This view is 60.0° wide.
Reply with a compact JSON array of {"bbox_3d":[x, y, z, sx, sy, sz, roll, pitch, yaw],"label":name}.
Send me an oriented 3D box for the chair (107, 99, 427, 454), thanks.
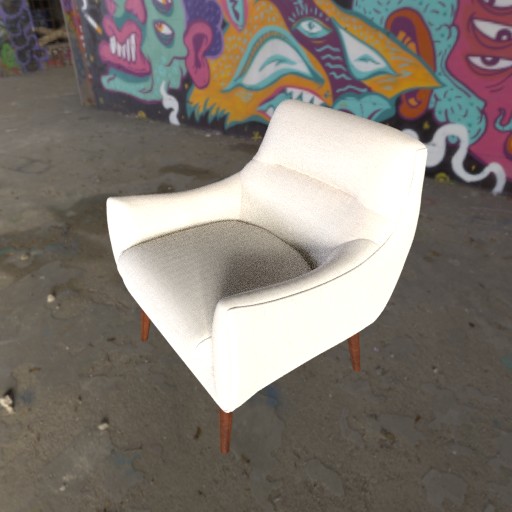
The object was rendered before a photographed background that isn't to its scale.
[{"bbox_3d":[0.000,0.000,1.463,0.787,0.838,0.762,-21,37,-30],"label":"chair"}]
